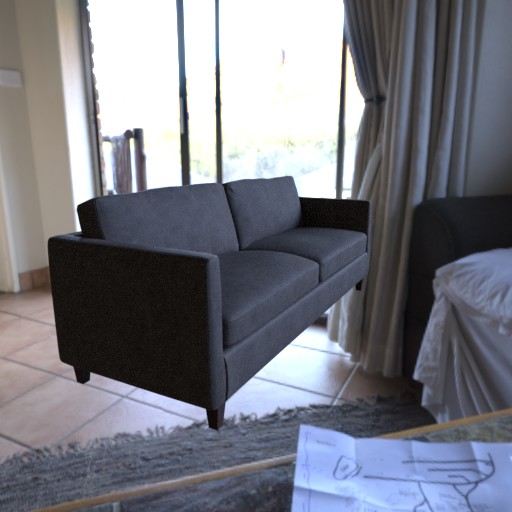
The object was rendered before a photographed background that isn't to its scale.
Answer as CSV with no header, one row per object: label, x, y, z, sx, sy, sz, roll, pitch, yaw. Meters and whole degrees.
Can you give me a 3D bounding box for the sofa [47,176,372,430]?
sofa,0.000,0.000,2.930,0.951,0.965,2.434,7,15,28
